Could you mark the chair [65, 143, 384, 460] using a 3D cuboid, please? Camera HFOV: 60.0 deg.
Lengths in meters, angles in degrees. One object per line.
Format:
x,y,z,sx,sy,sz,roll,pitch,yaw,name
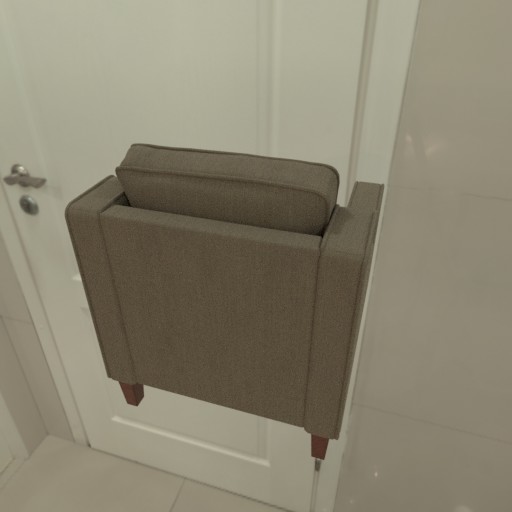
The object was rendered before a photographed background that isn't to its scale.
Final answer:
0.000,0.000,1.656,0.831,0.960,0.909,10,34,15,chair
